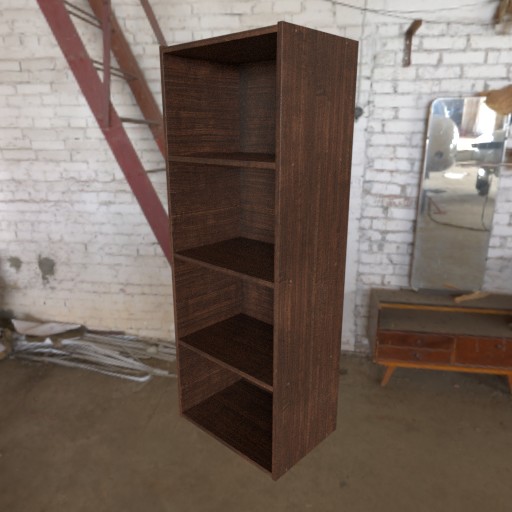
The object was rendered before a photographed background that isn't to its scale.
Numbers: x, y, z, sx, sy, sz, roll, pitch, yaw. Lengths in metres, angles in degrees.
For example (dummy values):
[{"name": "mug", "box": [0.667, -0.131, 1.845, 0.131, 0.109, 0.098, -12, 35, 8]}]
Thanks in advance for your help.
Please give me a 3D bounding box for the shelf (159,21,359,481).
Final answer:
[{"name": "shelf", "box": [0.000, 0.000, 1.255, 0.415, 1.099, 0.290, 14, 21, 41]}]
